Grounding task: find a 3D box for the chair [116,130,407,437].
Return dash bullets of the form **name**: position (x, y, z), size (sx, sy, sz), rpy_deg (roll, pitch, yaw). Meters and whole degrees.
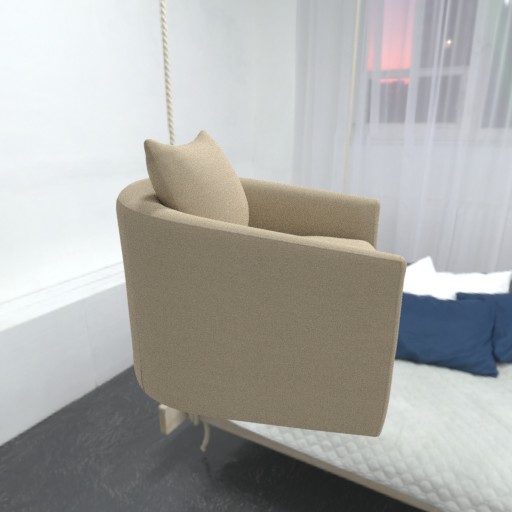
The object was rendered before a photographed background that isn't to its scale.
- **chair**: position (0.000, 0.000, 1.595), size (0.910, 0.848, 0.845), rpy_deg (3, 18, 10)
